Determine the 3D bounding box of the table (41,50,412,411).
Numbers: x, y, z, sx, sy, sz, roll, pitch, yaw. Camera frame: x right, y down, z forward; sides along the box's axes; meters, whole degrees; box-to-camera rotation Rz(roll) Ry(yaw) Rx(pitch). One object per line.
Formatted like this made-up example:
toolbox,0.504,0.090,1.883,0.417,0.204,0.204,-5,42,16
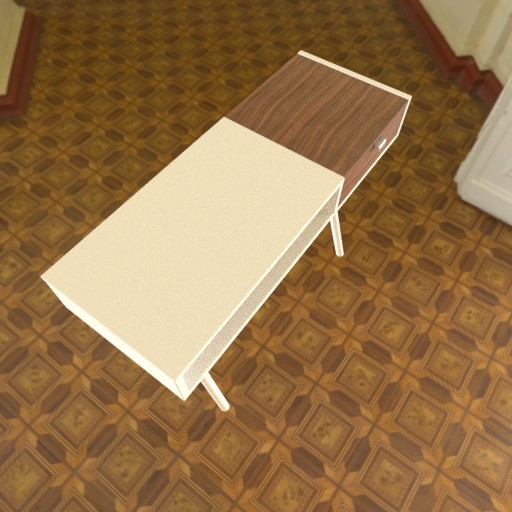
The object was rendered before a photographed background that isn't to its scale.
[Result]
table,0.000,0.000,1.488,0.418,0.785,1.066,32,62,19
